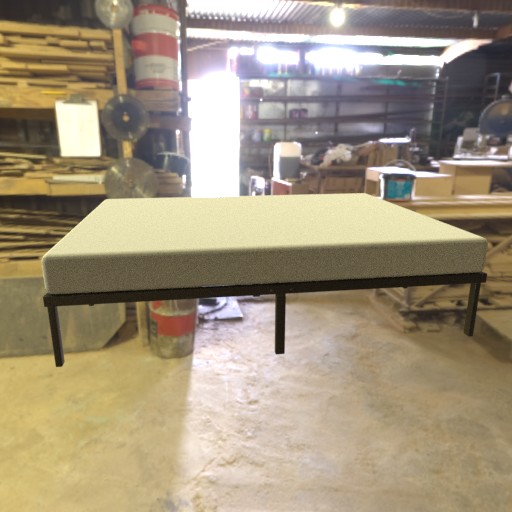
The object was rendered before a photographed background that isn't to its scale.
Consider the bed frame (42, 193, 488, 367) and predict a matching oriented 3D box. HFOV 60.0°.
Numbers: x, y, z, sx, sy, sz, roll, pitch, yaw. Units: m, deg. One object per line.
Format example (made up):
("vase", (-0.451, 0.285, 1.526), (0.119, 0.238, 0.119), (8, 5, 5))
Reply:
("bed frame", (0.000, 0.000, 3.548), (2.635, 0.680, 1.990), (-2, 16, -8))
